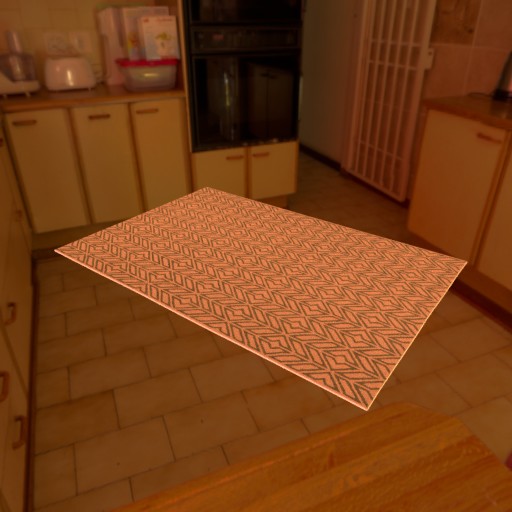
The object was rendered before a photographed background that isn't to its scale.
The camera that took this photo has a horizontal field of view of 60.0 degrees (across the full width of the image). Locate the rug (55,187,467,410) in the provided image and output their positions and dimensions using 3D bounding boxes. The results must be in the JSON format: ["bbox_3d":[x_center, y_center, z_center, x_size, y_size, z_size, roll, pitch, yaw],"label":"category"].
[{"bbox_3d":[0.000,0.000,2.355,1.828,0.007,1.220,20,35,32],"label":"rug"}]
